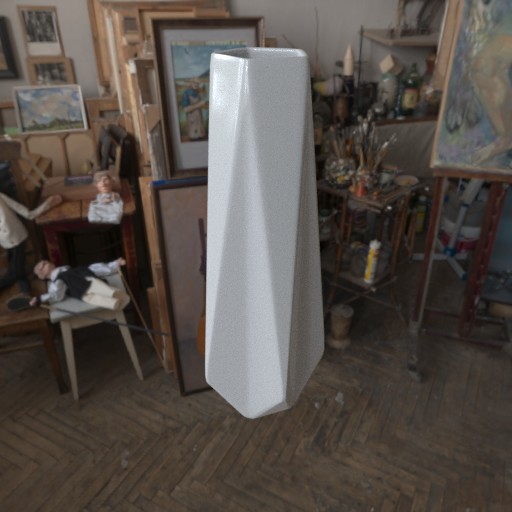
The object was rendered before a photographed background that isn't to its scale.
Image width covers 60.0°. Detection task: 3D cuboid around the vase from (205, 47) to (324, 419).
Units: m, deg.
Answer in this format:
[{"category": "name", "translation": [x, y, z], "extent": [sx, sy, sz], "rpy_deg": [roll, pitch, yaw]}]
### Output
[{"category": "vase", "translation": [0.000, 0.000, 0.391], "extent": [0.116, 0.329, 0.122], "rpy_deg": [20, 36, 30]}]
